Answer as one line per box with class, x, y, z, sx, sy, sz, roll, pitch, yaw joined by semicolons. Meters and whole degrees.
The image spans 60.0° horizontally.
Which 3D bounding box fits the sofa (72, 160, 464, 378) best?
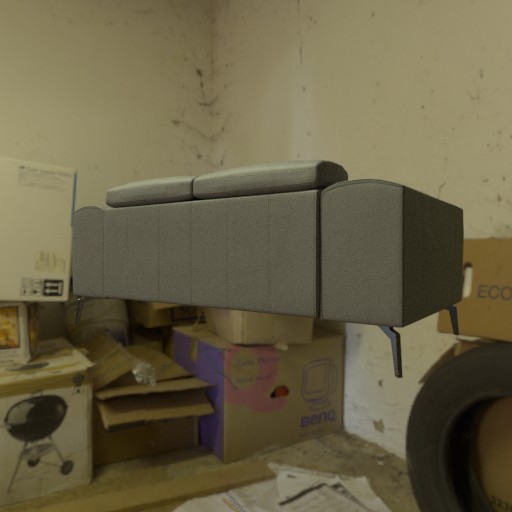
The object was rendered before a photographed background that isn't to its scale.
sofa;0.000;0.000;2.368;1.895;0.779;1.003;0;1;35
